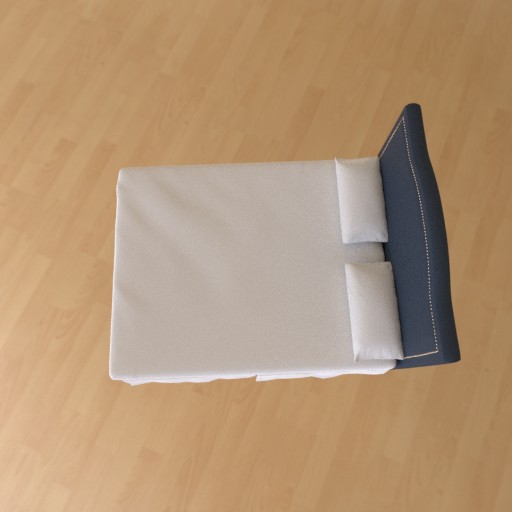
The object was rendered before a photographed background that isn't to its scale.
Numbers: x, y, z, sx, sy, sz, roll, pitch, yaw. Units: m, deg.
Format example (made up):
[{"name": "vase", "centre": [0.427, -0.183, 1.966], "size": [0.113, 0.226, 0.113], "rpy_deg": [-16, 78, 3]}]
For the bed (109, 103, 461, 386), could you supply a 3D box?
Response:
[{"name": "bed", "centre": [0.000, 0.000, 3.346], "size": [2.282, 1.436, 1.821], "rpy_deg": [-2, 74, -1]}]
